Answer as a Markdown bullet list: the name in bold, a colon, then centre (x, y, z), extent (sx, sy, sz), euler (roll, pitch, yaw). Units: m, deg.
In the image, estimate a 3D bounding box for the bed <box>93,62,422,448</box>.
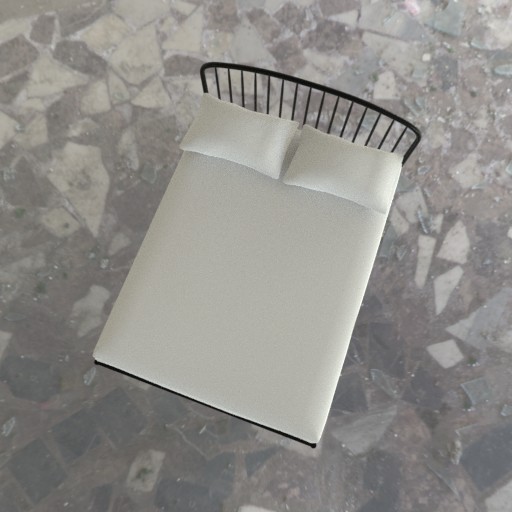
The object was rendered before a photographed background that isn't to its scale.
- **bed**: centre (0.000, 0.000, 3.151), extent (1.618, 1.166, 2.159), euler (19, 75, 5)
